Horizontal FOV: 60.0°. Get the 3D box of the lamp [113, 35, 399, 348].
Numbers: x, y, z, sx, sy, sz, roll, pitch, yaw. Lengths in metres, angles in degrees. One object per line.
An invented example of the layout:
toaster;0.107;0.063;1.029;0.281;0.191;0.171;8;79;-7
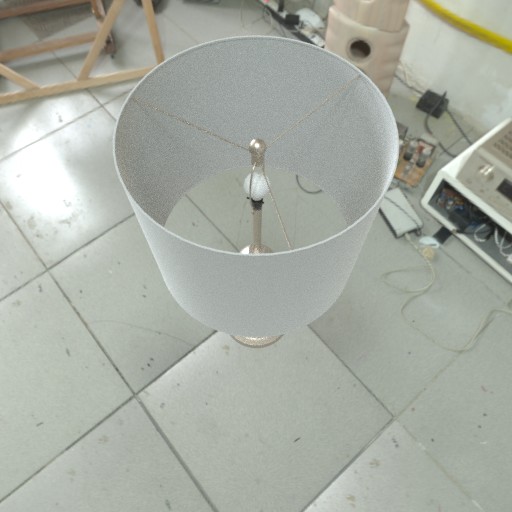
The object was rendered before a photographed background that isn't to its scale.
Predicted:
lamp;0.000;0.000;0.668;0.277;0.538;0.277;18;64;9
